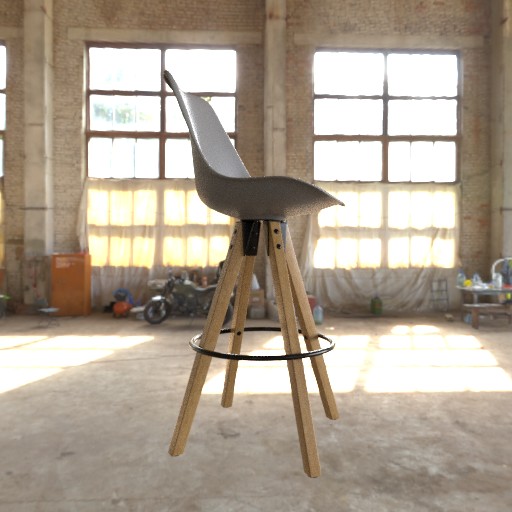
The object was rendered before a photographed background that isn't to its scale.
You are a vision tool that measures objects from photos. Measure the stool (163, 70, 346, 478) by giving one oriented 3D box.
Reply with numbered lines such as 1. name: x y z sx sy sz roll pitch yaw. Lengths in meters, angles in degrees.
1. stool: 0.000 0.000 1.385 0.550 1.115 0.485 0 1 17
